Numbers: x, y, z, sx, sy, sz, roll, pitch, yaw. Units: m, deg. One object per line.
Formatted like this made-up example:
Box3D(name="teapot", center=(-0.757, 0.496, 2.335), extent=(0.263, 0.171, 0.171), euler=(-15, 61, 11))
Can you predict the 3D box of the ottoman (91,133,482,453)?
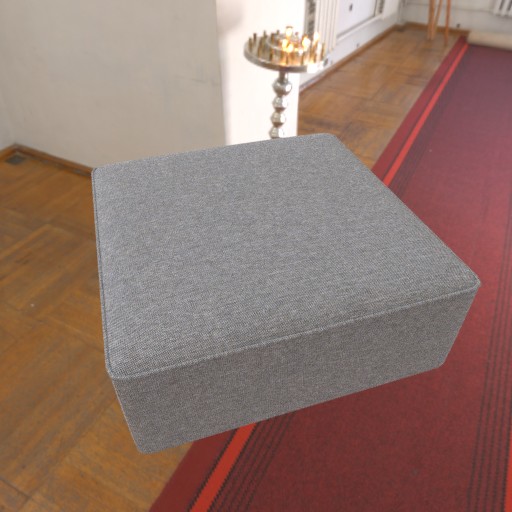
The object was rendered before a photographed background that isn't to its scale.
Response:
Box3D(name="ottoman", center=(0.000, 0.000, 1.557), extent=(1.005, 0.455, 1.005), euler=(-12, 42, -13))
